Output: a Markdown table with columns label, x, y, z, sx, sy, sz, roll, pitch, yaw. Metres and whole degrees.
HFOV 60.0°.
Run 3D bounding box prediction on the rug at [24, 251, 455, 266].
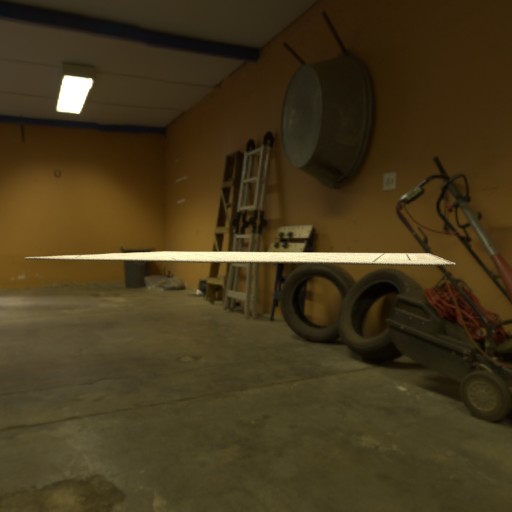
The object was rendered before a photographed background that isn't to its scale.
| label | x | y | z | sx | sy | sz | roll | pitch | yaw |
| --- | --- | --- | --- | --- | --- | --- | --- | --- | --- |
| rug | 0.000 | 0.000 | 4.400 | 3.381 | 0.026 | 2.436 | 1 | 2 | 18 |
